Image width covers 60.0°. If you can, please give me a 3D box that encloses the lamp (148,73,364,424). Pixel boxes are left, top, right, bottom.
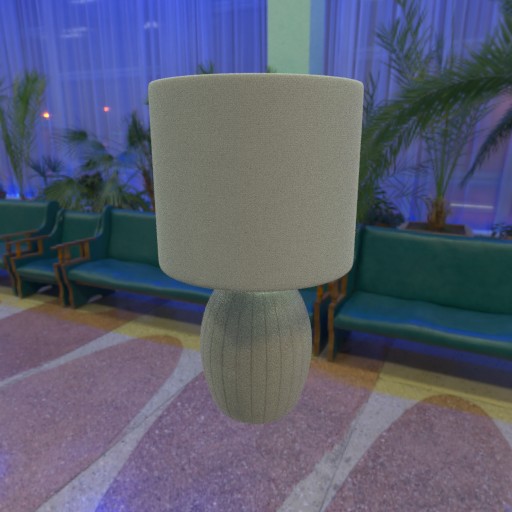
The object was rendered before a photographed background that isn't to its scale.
[{"bbox_3d":[0.000,0.000,0.764,0.328,0.570,0.328,0,16,0],"label":"lamp"}]
